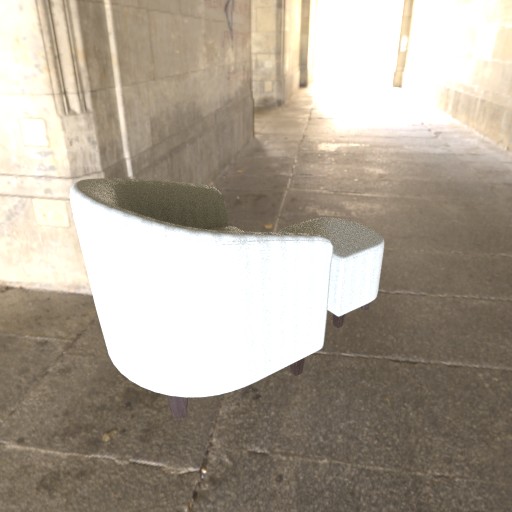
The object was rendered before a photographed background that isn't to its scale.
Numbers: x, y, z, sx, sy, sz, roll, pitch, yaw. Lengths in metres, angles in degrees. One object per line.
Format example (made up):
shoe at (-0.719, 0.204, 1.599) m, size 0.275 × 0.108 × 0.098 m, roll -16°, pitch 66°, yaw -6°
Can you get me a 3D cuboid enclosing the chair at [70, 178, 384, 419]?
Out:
chair at (0.000, 0.000, 1.764) m, size 1.288 × 0.757 × 0.756 m, roll -18°, pitch 31°, yaw -32°
